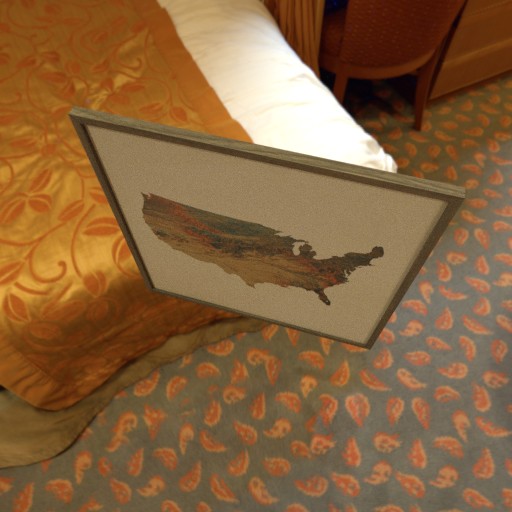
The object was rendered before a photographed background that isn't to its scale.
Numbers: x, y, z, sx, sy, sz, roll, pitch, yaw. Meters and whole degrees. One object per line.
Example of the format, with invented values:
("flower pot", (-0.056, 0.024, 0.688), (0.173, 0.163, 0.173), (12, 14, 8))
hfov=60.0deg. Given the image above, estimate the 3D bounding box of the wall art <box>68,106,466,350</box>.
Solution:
("wall art", (0.000, 0.000, 0.764), (0.508, 0.507, 0.016), (14, 59, 8))
